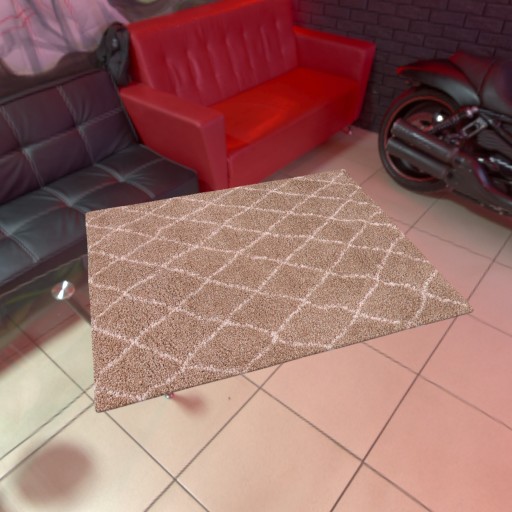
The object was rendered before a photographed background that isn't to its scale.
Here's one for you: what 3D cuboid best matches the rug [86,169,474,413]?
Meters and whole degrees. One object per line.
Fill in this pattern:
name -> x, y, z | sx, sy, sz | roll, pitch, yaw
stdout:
rug -> 0.000, 0.000, 4.204 | 3.047, 0.029, 2.438 | -12, 42, -13
